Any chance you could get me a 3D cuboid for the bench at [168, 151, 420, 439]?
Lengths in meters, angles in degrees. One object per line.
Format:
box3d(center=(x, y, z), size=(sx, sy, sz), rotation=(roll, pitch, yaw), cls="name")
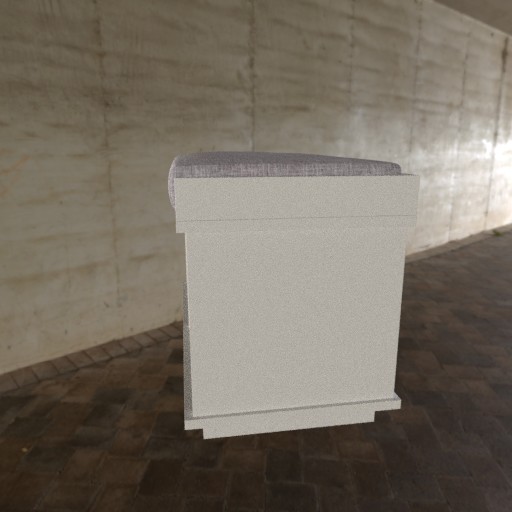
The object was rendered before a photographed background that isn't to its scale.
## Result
box3d(center=(0.000, 0.000, 1.012), size=(0.362, 0.461, 0.734), rotation=(-2, 14, -9), cls="bench")
